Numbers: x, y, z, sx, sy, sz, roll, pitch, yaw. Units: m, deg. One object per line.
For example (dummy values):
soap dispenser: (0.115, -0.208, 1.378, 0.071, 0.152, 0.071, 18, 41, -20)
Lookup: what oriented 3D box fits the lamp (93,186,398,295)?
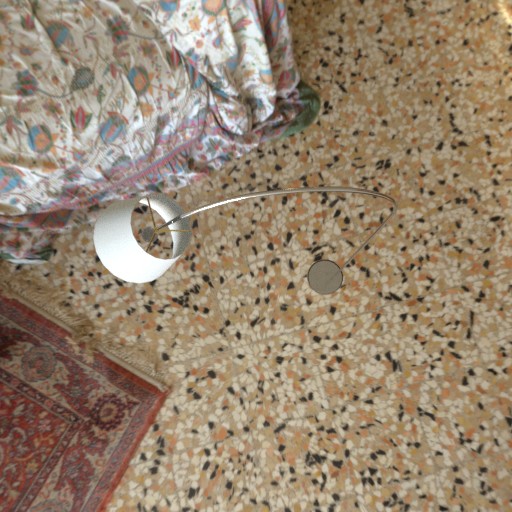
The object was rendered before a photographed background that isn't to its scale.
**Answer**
lamp: (0.000, 0.000, 2.662, 1.445, 2.098, 0.406, -6, 77, -1)
